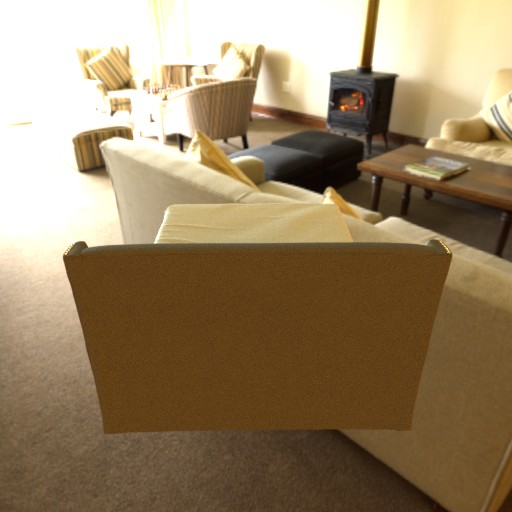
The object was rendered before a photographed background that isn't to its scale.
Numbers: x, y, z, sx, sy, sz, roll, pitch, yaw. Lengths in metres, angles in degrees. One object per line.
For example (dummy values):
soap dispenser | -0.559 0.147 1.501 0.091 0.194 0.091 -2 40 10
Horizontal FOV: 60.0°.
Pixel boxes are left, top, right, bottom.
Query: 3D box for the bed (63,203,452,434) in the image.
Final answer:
bed | 0.000 0.000 3.434 1.925 1.332 2.276 0 30 -1
